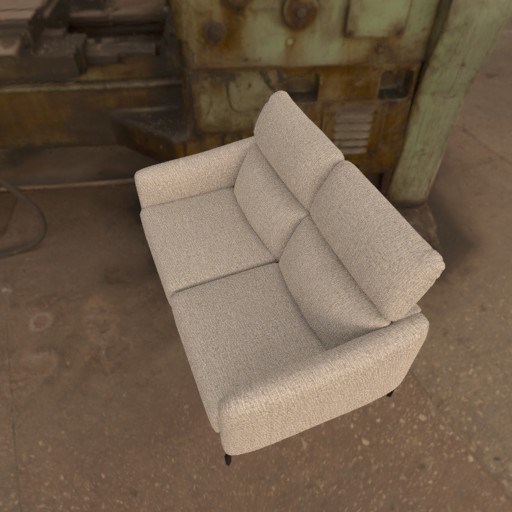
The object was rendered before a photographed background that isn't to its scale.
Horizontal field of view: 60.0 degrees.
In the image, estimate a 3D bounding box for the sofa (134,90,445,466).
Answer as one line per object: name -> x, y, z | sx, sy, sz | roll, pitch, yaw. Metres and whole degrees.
sofa -> 0.000, 0.000, 2.145 | 0.905, 0.950, 1.540 | -17, 49, -15
